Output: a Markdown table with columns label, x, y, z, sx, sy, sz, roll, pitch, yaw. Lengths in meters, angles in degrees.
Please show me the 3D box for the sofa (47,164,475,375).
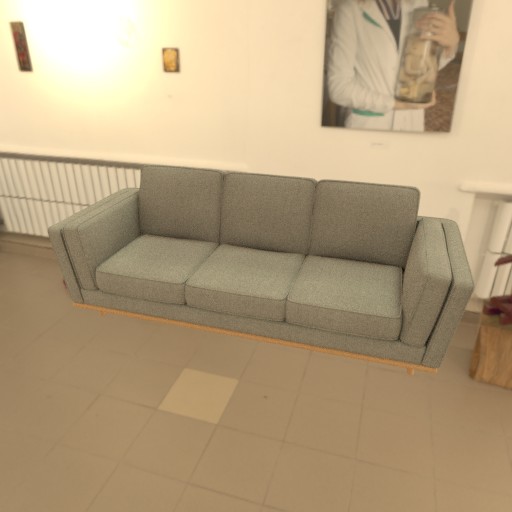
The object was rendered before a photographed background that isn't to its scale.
| label | x | y | z | sx | sy | sz | roll | pitch | yaw |
| --- | --- | --- | --- | --- | --- | --- | --- | --- | --- |
| sofa | 0.000 | 0.000 | 2.796 | 2.362 | 0.899 | 0.903 | 8 | 27 | 15 |
